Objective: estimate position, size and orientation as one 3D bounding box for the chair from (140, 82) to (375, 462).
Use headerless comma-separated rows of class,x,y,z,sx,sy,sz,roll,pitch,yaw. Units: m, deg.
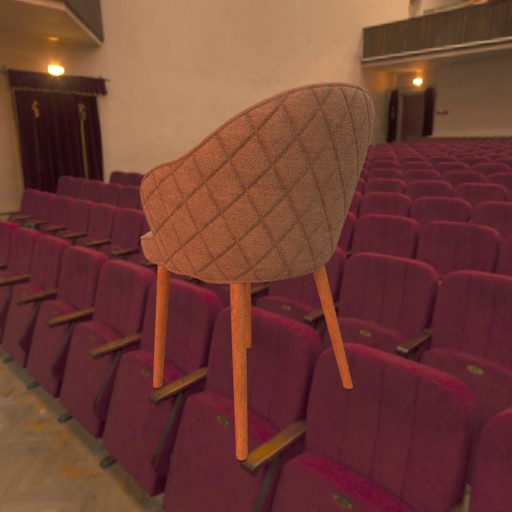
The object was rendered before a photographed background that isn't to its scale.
chair,0.000,0.000,1.151,0.540,0.800,0.530,-14,20,-43
